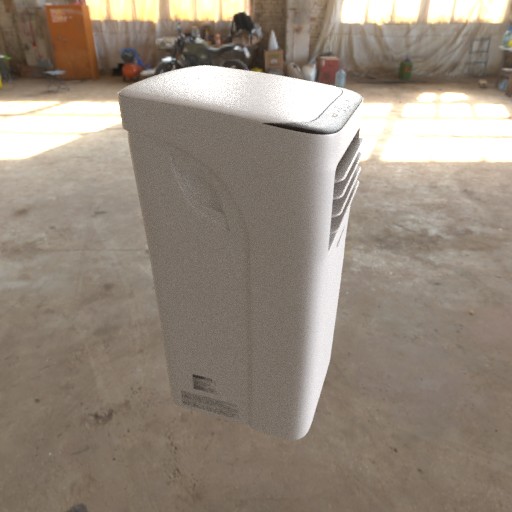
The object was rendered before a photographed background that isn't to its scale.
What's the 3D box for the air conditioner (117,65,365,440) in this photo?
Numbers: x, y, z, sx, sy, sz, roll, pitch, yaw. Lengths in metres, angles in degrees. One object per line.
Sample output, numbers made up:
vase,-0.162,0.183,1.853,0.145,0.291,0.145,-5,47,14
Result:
air conditioner,0.000,0.000,0.941,0.369,0.716,0.352,10,32,17
